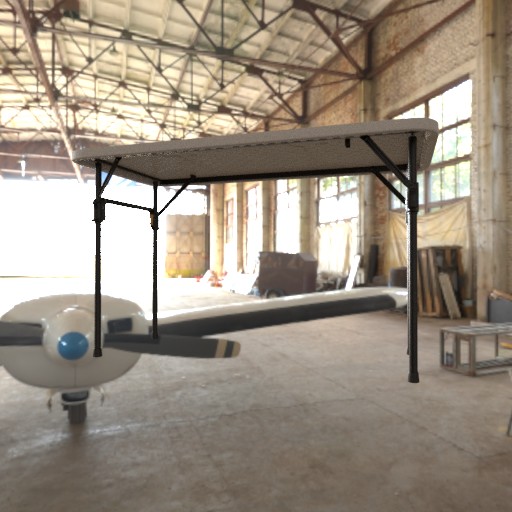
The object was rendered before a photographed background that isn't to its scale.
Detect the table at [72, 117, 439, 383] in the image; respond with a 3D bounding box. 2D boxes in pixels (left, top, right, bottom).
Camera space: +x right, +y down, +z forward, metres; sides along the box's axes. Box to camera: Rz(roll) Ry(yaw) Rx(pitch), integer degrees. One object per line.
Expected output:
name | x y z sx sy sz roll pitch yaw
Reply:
table | 0.000 0.000 1.629 1.219 0.729 0.610 0 -1 18
